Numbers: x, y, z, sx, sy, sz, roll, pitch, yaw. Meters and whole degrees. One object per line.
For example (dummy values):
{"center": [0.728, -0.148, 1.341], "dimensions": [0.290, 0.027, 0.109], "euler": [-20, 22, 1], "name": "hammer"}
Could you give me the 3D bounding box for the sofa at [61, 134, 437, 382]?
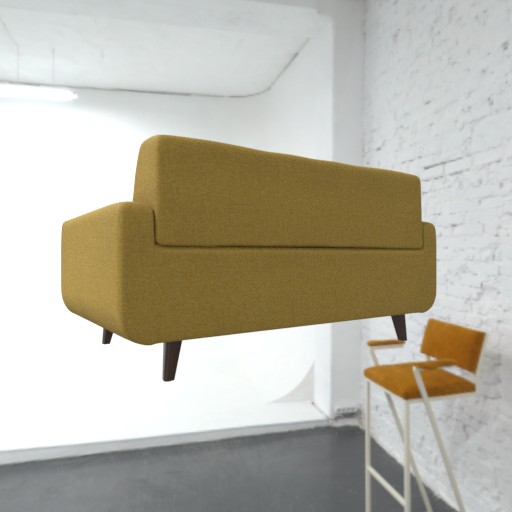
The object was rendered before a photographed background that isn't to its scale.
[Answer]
{"center": [0.000, 0.000, 2.178], "dimensions": [1.631, 0.841, 0.909], "euler": [0, 0, -34], "name": "sofa"}
